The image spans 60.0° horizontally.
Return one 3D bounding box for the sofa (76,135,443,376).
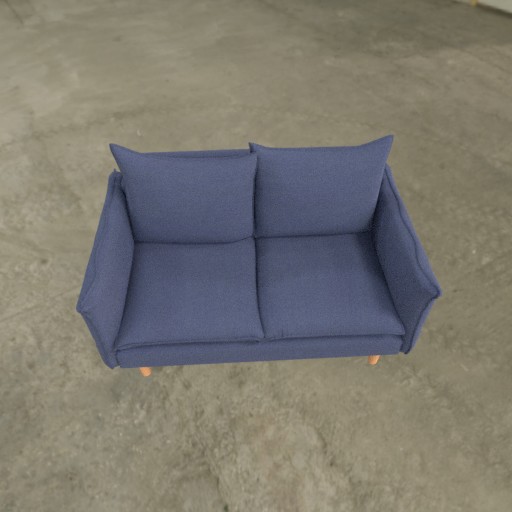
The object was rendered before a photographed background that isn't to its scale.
[{"bbox_3d":[0.000,0.000,1.903,1.300,0.840,0.820,-2,46,-2],"label":"sofa"}]
